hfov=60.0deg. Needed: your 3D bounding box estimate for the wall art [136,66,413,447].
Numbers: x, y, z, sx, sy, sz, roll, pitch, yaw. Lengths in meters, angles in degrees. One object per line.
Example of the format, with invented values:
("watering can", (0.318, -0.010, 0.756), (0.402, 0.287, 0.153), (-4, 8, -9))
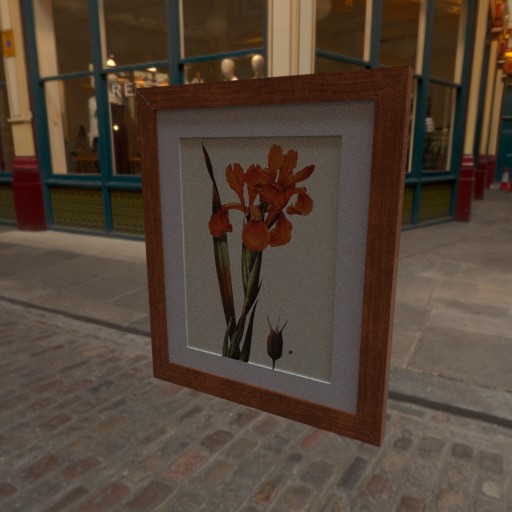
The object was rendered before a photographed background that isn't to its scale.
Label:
("wall art", (0.000, 0.000, 0.761), (0.467, 0.567, 0.033), (7, 16, 28))
